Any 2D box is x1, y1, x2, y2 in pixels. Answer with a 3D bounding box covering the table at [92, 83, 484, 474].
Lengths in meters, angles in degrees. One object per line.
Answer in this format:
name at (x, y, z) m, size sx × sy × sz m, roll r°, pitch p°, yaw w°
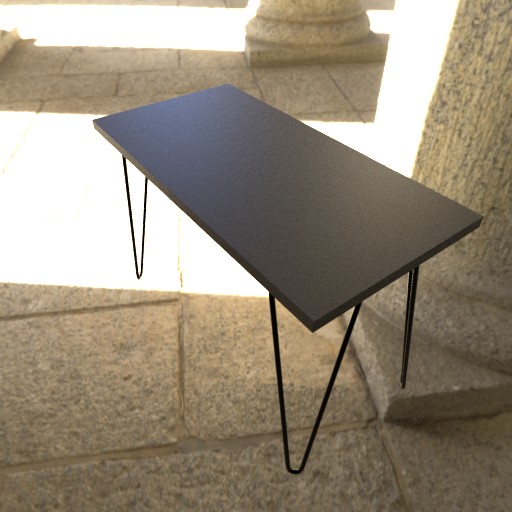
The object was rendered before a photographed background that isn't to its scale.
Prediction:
table at (0.000, 0.000, 1.368) m, size 0.499 × 0.660 × 0.991 m, roll -26°, pitch 47°, yaw -27°
